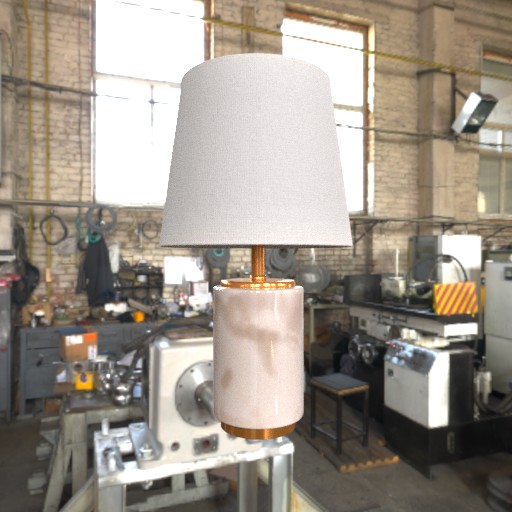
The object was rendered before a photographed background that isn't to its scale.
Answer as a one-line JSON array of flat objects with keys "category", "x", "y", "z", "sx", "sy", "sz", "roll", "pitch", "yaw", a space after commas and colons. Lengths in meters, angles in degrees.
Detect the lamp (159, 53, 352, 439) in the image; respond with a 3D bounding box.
[{"category": "lamp", "x": 0.000, "y": 0.000, "z": 0.445, "sx": 0.189, "sy": 0.340, "sz": 0.189, "roll": 0, "pitch": 0, "yaw": 0}]
